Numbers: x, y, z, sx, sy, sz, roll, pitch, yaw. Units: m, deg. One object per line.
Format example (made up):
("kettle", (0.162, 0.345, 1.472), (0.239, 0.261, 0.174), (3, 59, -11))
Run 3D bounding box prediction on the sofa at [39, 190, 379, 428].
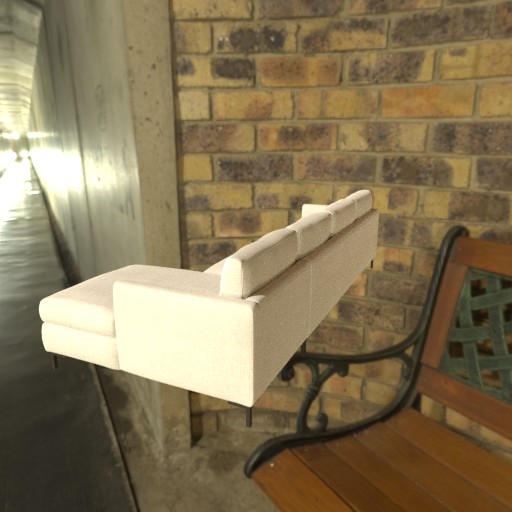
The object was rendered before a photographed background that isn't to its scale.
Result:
("sofa", (0.000, 0.000, 2.895), (1.126, 0.677, 2.445), (7, 17, 25))
